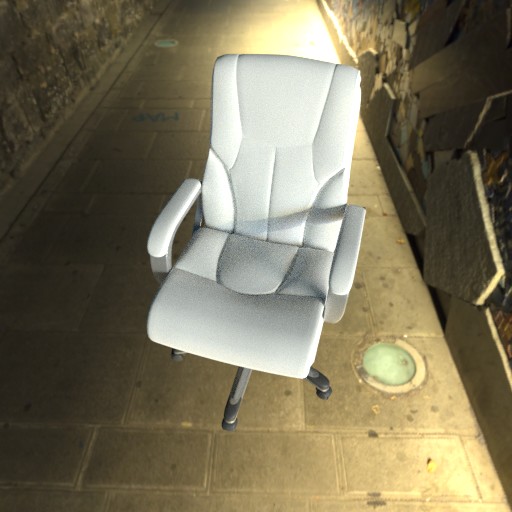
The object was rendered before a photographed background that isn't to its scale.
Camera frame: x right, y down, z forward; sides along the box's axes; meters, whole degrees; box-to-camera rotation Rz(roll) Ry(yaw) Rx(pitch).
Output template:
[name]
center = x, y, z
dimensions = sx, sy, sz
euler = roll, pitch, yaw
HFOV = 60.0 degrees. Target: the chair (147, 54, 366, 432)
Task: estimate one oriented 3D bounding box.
[chair]
center = 0.000, 0.000, 1.529
dimensions = 0.687, 1.120, 0.738
euler = 11, 43, 12
